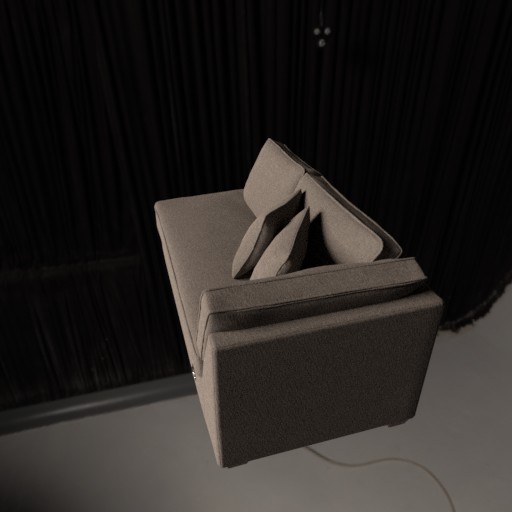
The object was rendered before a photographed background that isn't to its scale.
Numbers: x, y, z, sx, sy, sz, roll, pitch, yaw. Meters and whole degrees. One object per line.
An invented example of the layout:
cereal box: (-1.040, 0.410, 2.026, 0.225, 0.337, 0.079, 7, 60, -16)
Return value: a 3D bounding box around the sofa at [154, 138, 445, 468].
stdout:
sofa: (0.000, 0.000, 2.883, 1.110, 1.033, 2.237, -9, 32, -14)
